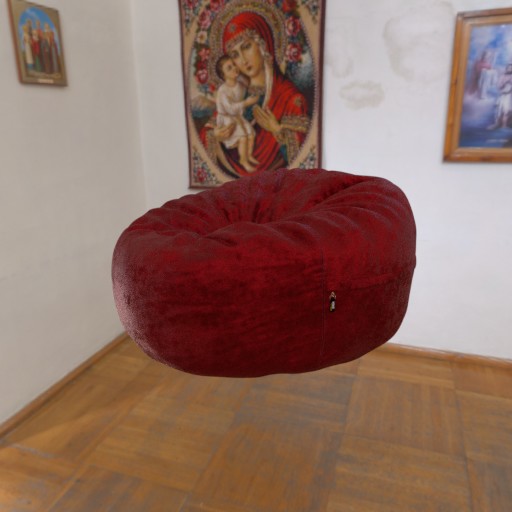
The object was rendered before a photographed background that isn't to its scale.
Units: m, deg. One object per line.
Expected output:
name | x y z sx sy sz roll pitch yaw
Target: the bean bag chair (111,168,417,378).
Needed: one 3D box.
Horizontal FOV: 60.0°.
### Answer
bean bag chair | 0.000 0.000 2.439 1.524 0.878 1.524 -9 20 -25
